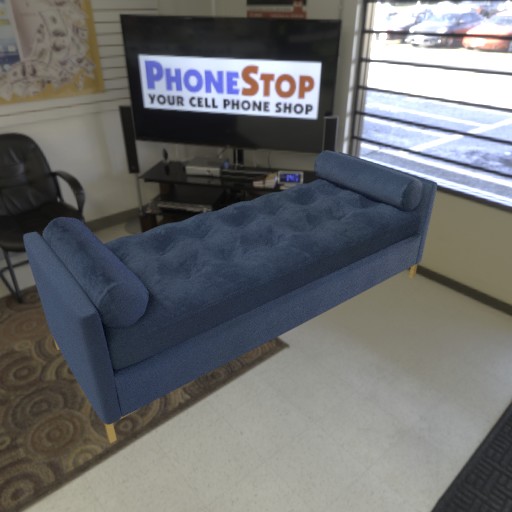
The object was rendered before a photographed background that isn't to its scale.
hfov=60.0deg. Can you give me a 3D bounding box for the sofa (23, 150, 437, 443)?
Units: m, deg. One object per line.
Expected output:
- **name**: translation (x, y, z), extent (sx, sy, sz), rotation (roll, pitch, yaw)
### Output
- **sofa**: translation (0.000, 0.000, 2.426), extent (2.102, 0.705, 0.796), rotation (-21, 36, -32)
